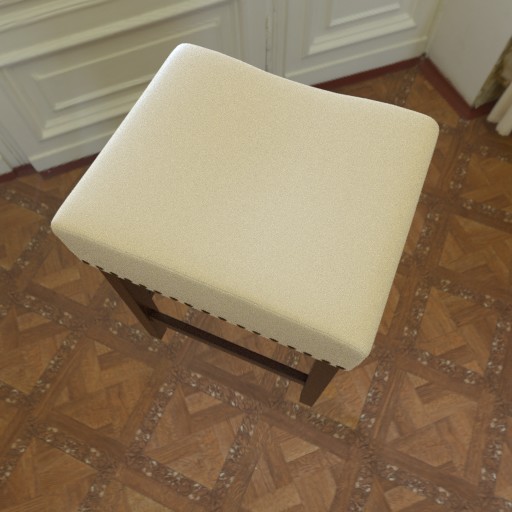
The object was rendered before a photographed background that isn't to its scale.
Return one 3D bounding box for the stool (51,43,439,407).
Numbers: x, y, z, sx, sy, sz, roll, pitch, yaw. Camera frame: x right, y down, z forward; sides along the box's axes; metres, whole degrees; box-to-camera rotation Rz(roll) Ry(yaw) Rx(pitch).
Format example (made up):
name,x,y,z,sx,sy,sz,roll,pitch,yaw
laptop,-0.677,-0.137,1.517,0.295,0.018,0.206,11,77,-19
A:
name,x,y,z,sx,sy,sz,roll,pitch,yaw
stool,0.000,0.000,0.912,0.471,0.609,0.401,21,66,10
